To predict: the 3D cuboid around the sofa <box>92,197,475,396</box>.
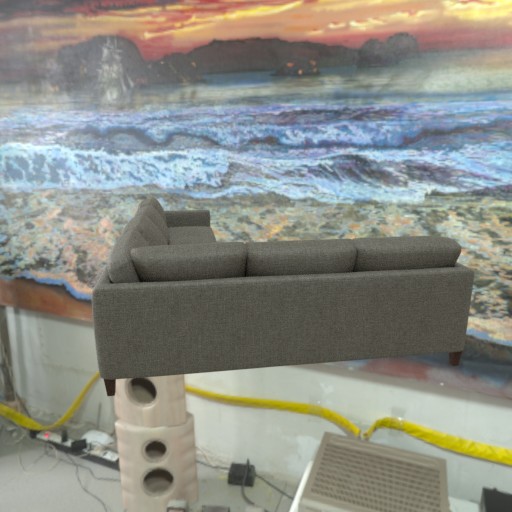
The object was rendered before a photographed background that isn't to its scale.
[{"bbox_3d":[0.000,0.000,4.476,2.593,0.947,3.302,-2,15,-9],"label":"sofa"}]
